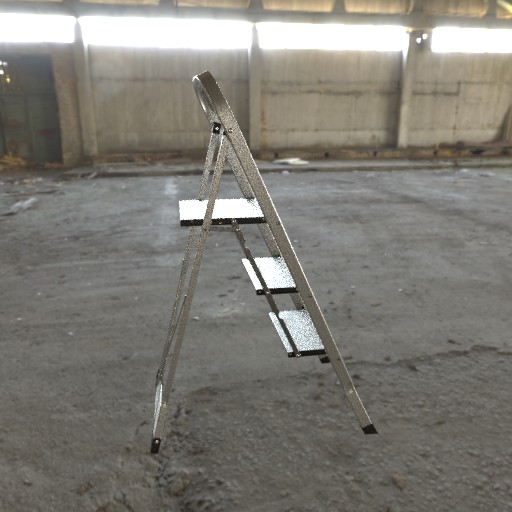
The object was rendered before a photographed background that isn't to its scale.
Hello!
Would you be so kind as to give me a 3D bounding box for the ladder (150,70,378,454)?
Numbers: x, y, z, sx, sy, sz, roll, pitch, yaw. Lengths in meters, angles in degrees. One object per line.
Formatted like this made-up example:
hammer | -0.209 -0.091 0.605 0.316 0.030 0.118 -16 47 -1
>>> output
ladder | 0.000 0.000 1.407 0.704 1.070 0.465 -3 17 -9
